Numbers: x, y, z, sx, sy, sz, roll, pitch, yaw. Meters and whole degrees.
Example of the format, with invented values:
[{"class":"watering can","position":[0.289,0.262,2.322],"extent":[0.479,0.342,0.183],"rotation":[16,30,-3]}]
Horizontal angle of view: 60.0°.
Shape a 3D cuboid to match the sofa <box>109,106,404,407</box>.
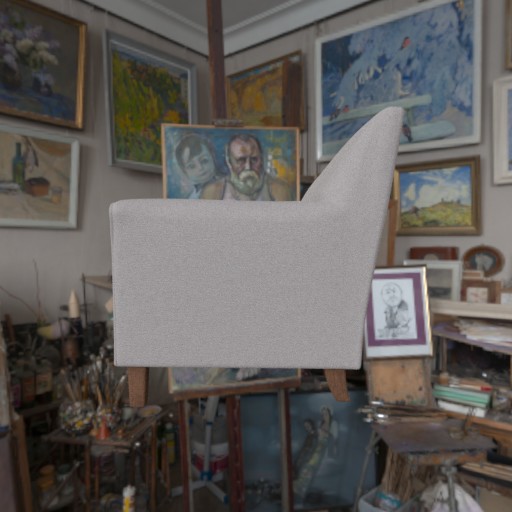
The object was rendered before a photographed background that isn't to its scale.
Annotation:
[{"class":"sofa","position":[0.000,0.000,2.008],"extent":[0.888,0.890,1.482],"rotation":[0,1,2]}]
